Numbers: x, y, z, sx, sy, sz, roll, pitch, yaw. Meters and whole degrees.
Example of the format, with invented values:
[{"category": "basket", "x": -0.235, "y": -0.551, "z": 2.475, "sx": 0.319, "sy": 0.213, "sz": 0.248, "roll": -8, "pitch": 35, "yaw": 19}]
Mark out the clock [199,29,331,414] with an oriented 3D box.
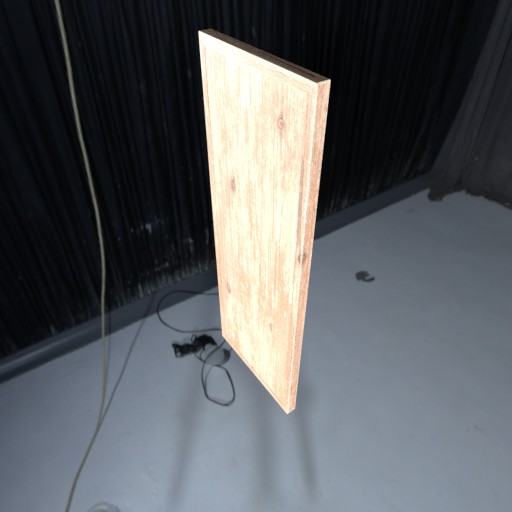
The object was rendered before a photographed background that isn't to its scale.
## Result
[{"category": "clock", "x": 0.000, "y": 0.000, "z": 1.108, "sx": 0.030, "sy": 0.965, "sz": 0.361, "roll": -25, "pitch": 47, "yaw": -26}]
